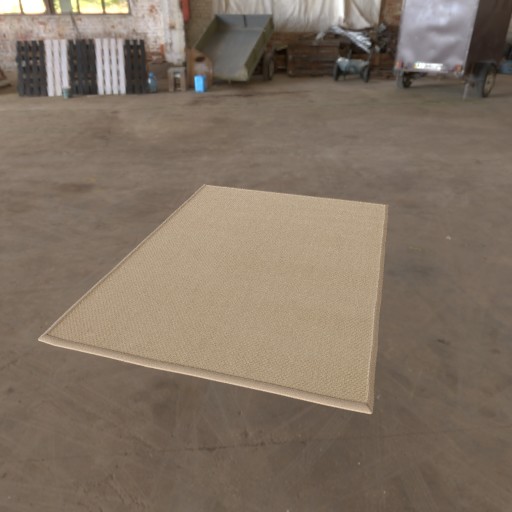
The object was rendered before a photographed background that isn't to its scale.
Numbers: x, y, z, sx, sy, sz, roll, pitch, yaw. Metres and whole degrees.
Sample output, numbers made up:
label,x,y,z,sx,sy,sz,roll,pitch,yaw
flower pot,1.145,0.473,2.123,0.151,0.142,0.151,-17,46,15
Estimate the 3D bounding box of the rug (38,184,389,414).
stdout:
label,x,y,z,sx,sy,sz,roll,pitch,yaw
rug,0.000,0.000,2.727,1.525,0.020,2.081,8,31,14
